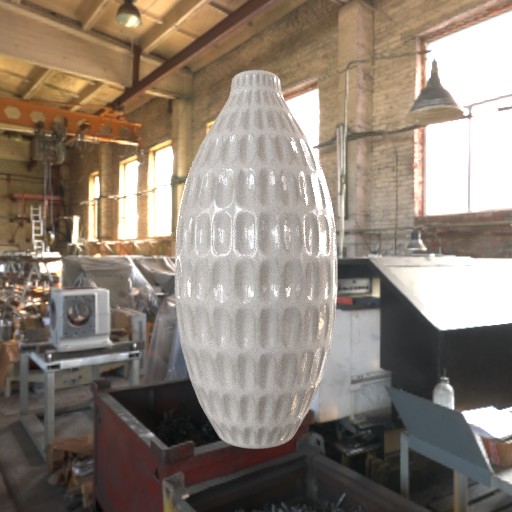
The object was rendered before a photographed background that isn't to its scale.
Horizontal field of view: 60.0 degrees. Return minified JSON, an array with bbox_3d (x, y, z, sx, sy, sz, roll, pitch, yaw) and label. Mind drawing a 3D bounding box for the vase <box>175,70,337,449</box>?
[{"bbox_3d":[0.000,0.000,0.353,0.127,0.282,0.127,0,0,0],"label":"vase"}]
